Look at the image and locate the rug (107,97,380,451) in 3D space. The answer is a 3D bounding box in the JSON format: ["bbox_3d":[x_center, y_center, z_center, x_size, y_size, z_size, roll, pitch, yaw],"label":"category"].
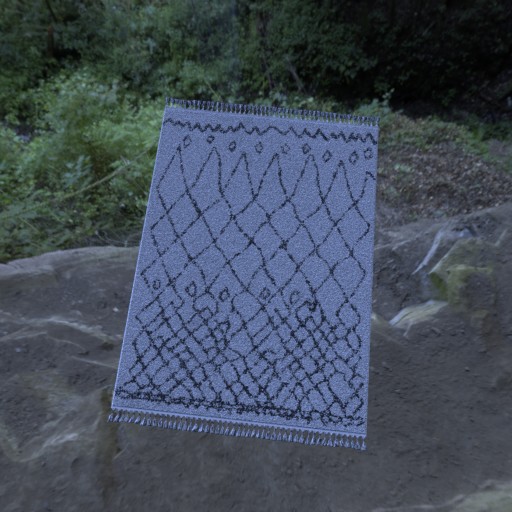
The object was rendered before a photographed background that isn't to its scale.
[{"bbox_3d":[0.000,0.000,3.025,1.613,0.017,2.312,6,75,2],"label":"rug"}]
